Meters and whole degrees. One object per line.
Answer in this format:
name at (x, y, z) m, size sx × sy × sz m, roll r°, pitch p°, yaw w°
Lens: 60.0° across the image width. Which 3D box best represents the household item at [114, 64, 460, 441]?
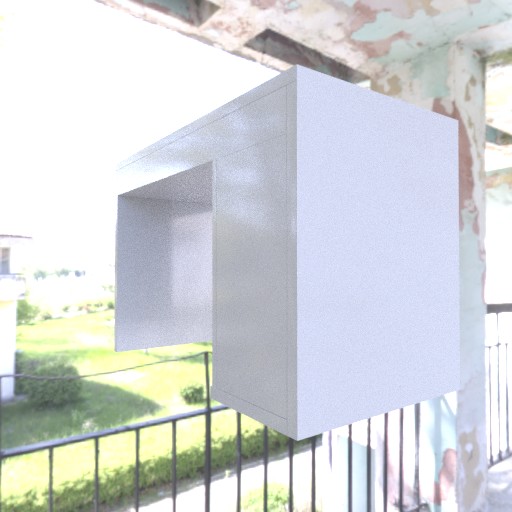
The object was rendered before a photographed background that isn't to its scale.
household item at (0.000, 0.000, 1.500) m, size 0.597 × 0.749 × 1.100 m, roll 1°, pitch -1°, yaw -36°
